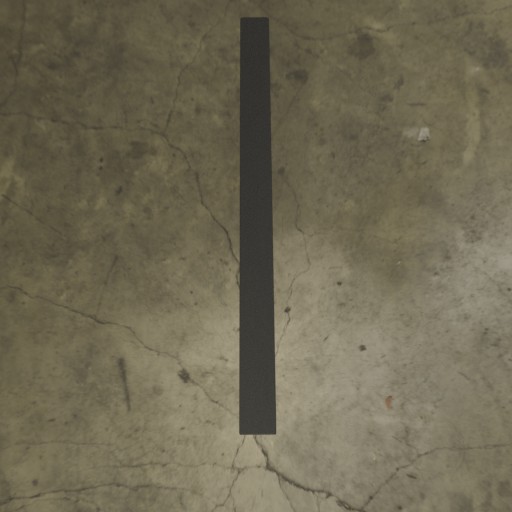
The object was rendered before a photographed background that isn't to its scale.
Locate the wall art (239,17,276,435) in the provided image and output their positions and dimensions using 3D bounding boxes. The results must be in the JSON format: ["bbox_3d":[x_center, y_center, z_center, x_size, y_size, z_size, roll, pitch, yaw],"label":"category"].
[{"bbox_3d":[0.000,0.000,0.756,0.037,0.508,0.508,0,75,0],"label":"wall art"}]
